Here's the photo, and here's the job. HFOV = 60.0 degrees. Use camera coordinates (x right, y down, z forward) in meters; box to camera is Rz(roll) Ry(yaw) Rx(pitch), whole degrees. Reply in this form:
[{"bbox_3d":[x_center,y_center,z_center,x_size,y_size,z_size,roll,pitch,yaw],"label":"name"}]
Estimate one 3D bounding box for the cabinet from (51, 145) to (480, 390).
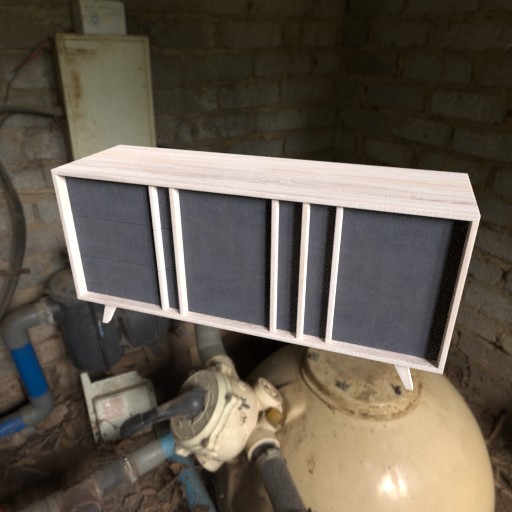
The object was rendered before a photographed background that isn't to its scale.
[{"bbox_3d":[0.000,0.000,2.005,1.650,0.780,0.500,9,28,17],"label":"cabinet"}]
